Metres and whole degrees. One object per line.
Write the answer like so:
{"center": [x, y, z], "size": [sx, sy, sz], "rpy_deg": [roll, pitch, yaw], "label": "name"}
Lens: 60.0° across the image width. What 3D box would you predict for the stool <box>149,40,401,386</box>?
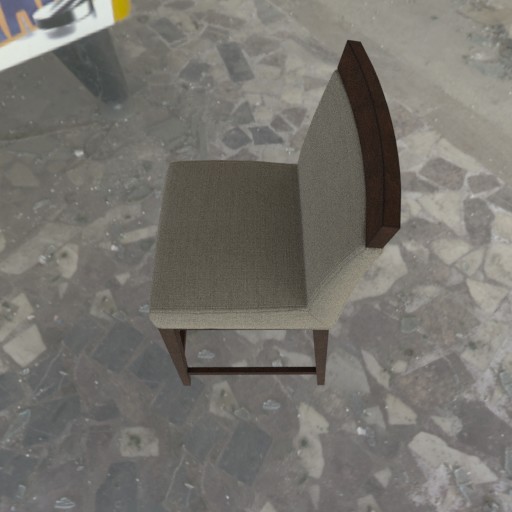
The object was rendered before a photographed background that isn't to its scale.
{"center": [0.000, 0.000, 1.279], "size": [0.531, 1.009, 0.512], "rpy_deg": [0, 59, 0], "label": "stool"}
